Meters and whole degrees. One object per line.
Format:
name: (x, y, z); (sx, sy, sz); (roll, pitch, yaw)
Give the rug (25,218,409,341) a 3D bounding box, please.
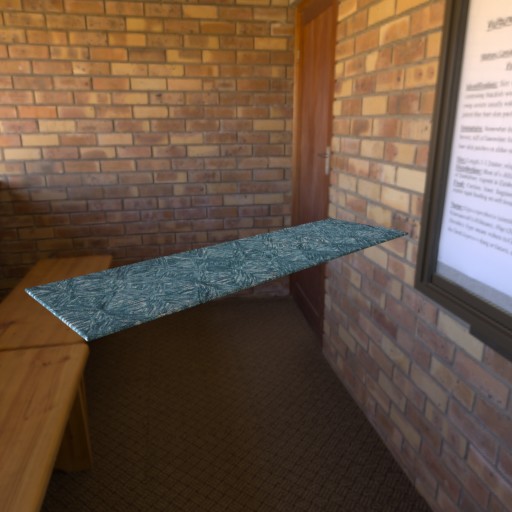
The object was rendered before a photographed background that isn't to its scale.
rug: (0.000, 0.000, 2.552); (2.286, 0.016, 0.676); (-15, 23, -41)
